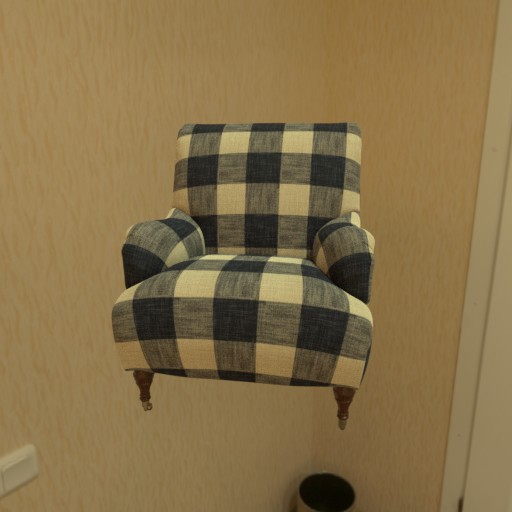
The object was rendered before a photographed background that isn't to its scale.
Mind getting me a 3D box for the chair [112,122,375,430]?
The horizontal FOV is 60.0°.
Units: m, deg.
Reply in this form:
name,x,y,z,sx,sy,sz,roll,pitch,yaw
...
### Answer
name,x,y,z,sx,sy,sz,roll,pitch,yaw
chair,0.000,0.000,1.605,0.781,0.953,0.848,2,14,9
